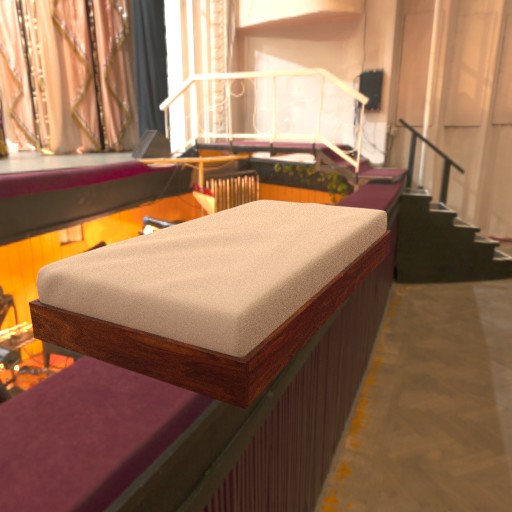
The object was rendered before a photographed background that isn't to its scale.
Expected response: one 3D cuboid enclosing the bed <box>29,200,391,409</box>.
[{"bbox_3d":[0.000,0.000,2.236,0.940,0.312,1.860,9,19,27],"label":"bed"}]
